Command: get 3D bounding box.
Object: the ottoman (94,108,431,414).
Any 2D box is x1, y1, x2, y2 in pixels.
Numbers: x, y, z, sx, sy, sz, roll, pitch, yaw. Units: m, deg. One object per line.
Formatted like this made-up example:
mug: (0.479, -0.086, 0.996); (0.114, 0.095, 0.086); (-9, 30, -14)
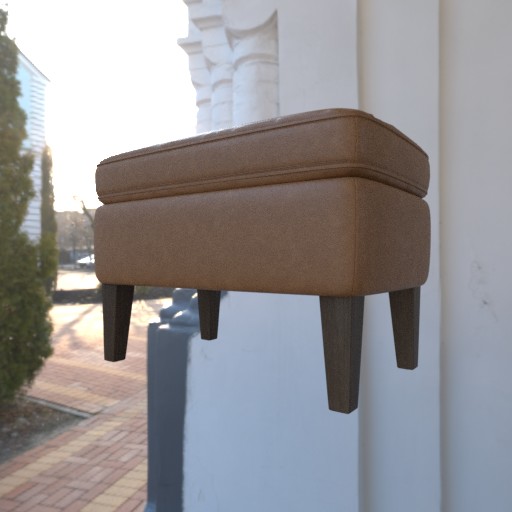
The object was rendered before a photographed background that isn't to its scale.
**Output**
ottoman: (0.000, 0.000, 0.974); (0.670, 0.480, 0.420); (0, 0, 36)
